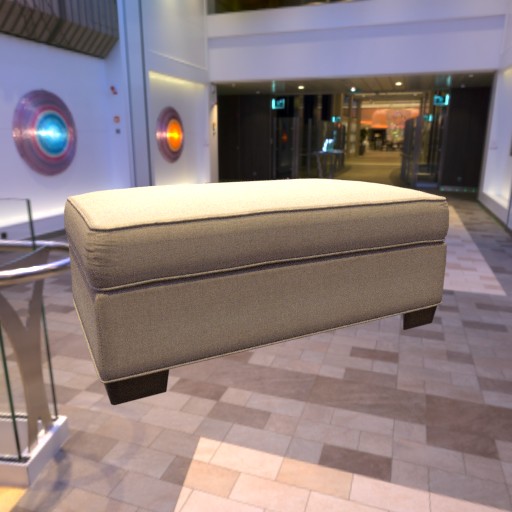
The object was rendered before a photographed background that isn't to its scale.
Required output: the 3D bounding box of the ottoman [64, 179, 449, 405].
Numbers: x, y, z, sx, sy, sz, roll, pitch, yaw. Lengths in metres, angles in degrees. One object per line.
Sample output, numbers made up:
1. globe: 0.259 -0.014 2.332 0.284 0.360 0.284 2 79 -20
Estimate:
1. ottoman: 0.000 0.000 1.451 1.097 0.461 0.617 -8 17 -26
